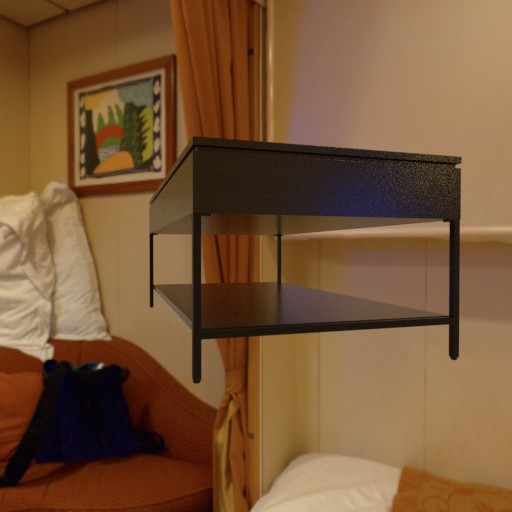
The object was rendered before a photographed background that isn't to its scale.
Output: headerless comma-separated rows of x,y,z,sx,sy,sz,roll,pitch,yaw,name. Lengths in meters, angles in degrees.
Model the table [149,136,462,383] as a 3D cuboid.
0.000,0.000,1.382,0.574,0.435,1.095,0,1,-17,table
